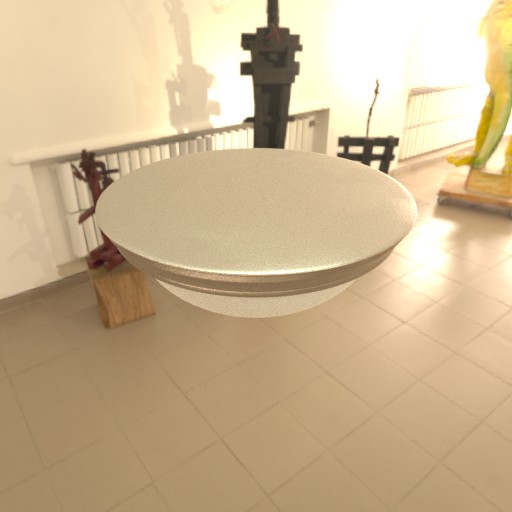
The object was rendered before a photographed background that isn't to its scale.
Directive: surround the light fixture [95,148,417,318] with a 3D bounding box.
[{"bbox_3d":[0.000,0.000,0.437,0.280,0.135,0.280,0,30,0],"label":"light fixture"}]
